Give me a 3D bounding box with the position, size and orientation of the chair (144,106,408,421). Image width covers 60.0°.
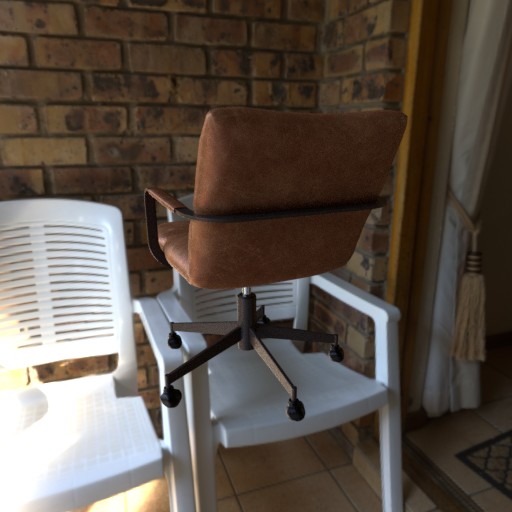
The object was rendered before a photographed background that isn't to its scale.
[{"bbox_3d":[0.000,0.000,1.496,0.727,0.922,0.754,-8,18,-25],"label":"chair"}]
